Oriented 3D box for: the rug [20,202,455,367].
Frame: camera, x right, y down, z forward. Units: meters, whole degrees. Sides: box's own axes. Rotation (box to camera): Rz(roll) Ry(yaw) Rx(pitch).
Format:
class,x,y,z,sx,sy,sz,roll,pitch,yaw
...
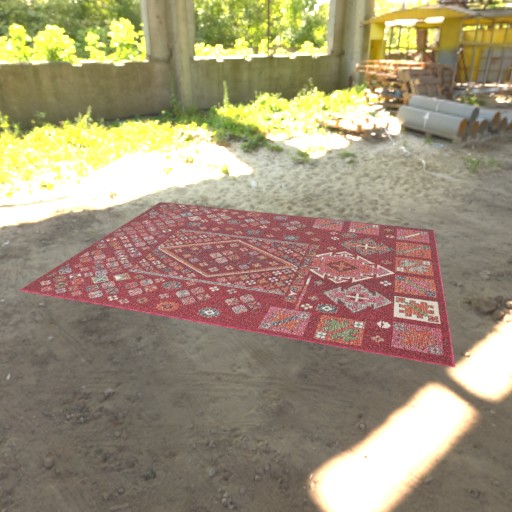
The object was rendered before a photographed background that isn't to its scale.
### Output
class,x,y,z,sx,sy,sz,roll,pitch,yaw
rug,0.000,0.000,4.210,3.306,0.011,2.389,7,26,15
